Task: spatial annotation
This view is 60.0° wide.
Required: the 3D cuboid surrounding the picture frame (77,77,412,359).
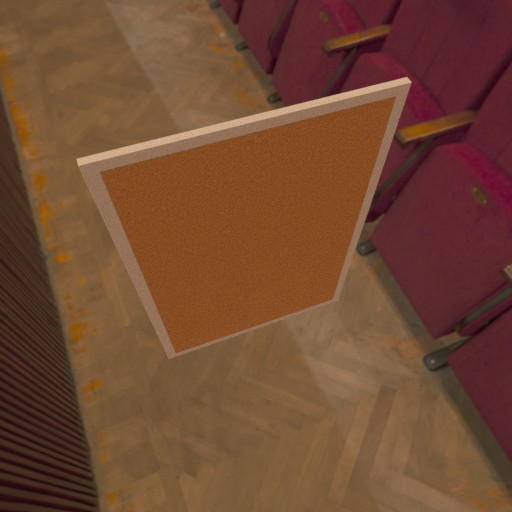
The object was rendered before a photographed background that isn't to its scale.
[{"bbox_3d":[0.000,0.000,0.850,0.457,0.657,0.013,-17,59,-11],"label":"picture frame"}]
